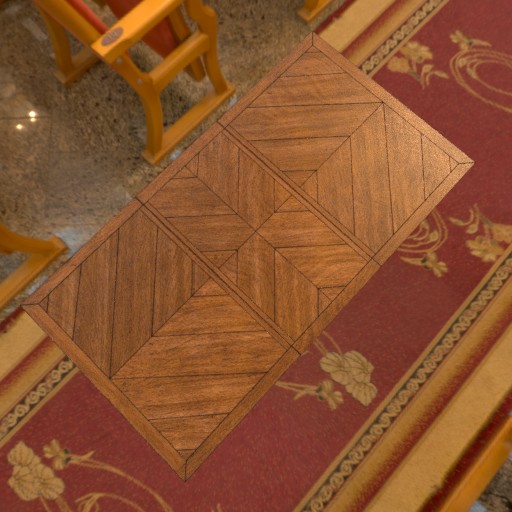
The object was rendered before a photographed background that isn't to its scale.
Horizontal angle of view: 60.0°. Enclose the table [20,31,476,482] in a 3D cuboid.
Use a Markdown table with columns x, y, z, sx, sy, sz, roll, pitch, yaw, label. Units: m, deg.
| x | y | z | sx | sy | sz | roll | pitch | yaw | label |
| --- | --- | --- | --- | --- | --- | --- | --- | --- | --- |
| 0.000 | 0.000 | 1.841 | 0.757 | 0.760 | 1.400 | 43 | 81 | 9 | table |
